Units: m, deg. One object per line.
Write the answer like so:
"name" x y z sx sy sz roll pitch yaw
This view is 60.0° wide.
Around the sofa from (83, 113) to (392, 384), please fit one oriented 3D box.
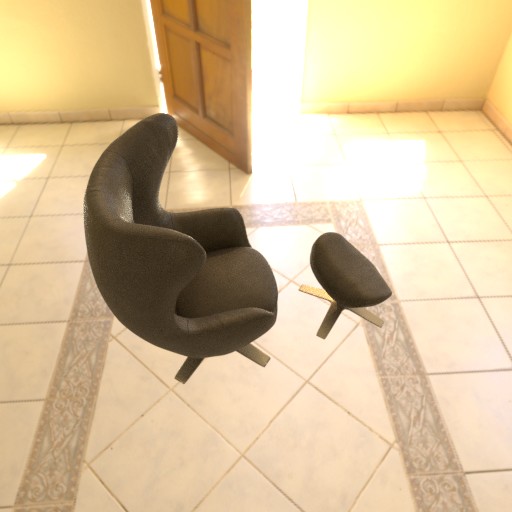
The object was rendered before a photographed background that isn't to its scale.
"sofa" 0.000 0.000 2.117 1.444 1.135 0.894 -10 46 -9
